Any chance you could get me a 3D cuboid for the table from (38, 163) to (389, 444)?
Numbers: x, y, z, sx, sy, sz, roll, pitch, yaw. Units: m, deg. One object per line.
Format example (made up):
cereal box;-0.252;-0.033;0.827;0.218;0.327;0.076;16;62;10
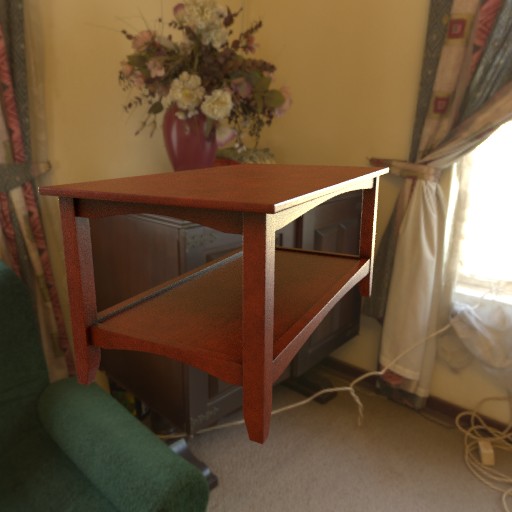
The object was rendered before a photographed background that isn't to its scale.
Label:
table;0.000;0.000;1.262;0.533;0.456;0.943;7;17;26
